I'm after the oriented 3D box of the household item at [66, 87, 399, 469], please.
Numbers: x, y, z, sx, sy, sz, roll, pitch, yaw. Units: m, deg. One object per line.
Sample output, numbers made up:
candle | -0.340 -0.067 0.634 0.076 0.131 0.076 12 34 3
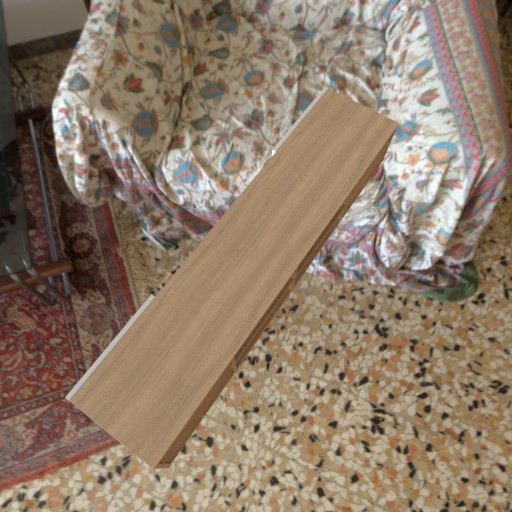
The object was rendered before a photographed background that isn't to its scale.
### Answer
household item | 0.000 0.000 2.033 0.420 0.310 1.850 32 69 14
